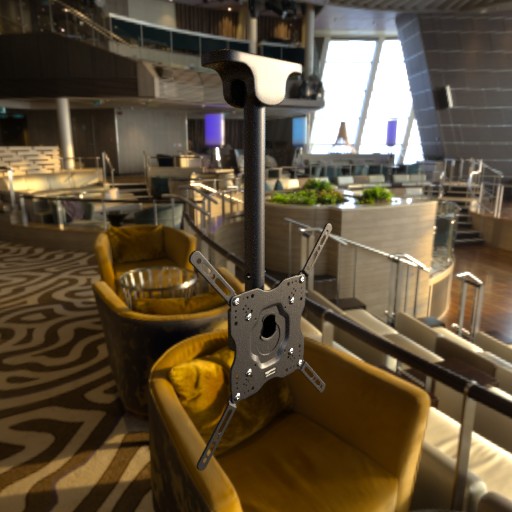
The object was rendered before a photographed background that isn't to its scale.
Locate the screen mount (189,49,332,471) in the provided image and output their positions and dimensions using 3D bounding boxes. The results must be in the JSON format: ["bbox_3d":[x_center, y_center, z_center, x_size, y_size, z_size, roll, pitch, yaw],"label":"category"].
[{"bbox_3d":[0.000,0.000,0.884,0.090,0.729,0.393,13,19,43],"label":"screen mount"}]
